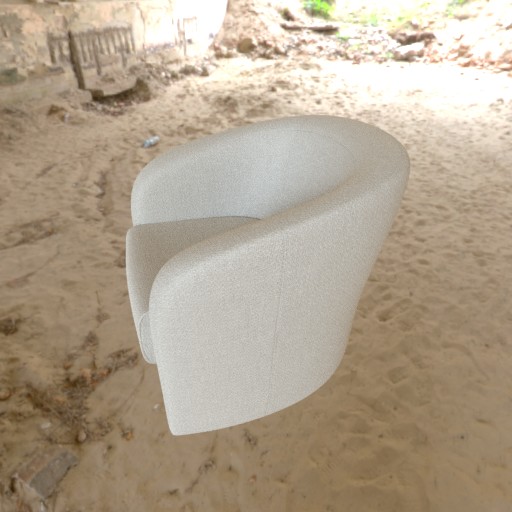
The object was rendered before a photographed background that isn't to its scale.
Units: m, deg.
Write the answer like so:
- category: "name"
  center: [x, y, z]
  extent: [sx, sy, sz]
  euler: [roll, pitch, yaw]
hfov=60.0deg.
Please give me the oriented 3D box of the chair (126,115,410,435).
- category: "chair"
  center: [0.000, 0.000, 1.433]
  extent: [0.815, 0.771, 0.791]
  euler: [-9, 32, -15]
